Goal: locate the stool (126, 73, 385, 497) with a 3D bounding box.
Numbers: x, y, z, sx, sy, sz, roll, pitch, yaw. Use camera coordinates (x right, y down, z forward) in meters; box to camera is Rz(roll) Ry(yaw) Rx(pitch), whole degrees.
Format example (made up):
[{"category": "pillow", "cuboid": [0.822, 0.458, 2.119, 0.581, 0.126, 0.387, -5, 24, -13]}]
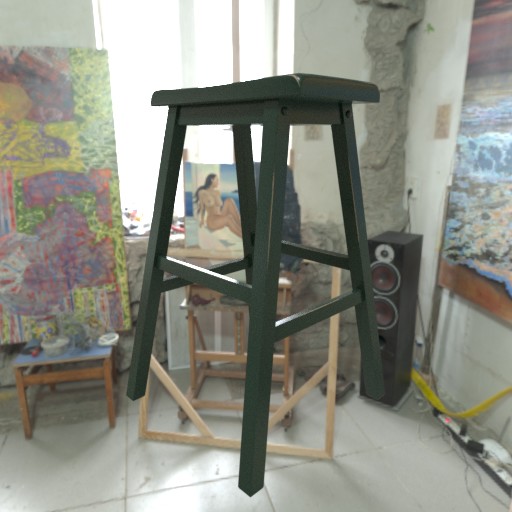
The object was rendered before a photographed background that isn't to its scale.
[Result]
[{"category": "stool", "cuboid": [0.000, 0.000, 1.030, 0.476, 0.737, 0.457, -15, 21, -42]}]
